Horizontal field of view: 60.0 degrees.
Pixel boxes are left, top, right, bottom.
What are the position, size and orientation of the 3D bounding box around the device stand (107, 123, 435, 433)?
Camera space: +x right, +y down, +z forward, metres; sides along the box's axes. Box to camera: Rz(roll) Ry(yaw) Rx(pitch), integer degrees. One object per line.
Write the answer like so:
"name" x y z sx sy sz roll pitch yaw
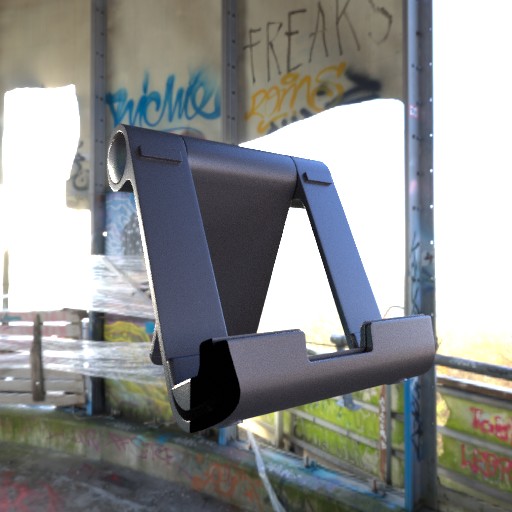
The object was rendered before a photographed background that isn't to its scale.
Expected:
"device stand" 0.000 0.000 0.152 0.088 0.084 0.079 1 -1 -36
